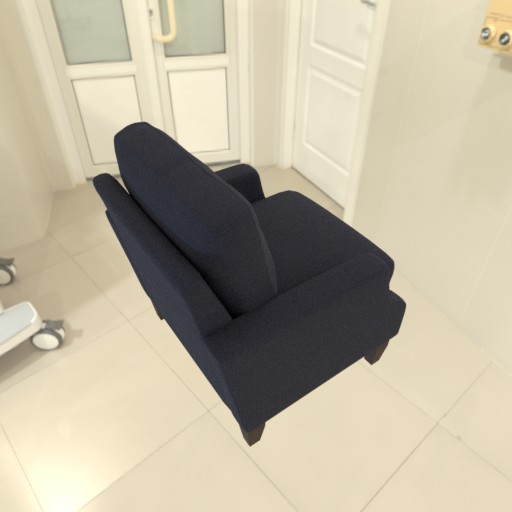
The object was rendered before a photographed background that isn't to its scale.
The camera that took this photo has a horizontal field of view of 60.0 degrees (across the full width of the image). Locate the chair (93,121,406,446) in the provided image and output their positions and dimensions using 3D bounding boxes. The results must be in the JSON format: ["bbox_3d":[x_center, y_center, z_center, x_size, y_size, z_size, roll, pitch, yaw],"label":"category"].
[{"bbox_3d":[0.000,0.000,1.675,0.897,0.991,0.855,-24,46,-26],"label":"chair"}]
